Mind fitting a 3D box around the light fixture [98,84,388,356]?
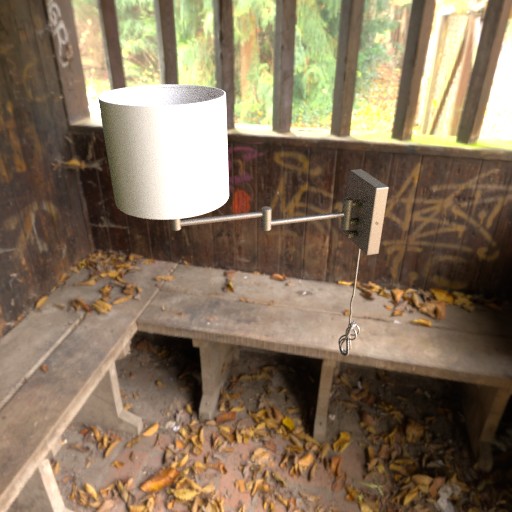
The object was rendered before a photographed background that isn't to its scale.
[{"bbox_3d":[0.000,0.000,0.916,0.516,0.651,0.203,-8,30,-14],"label":"light fixture"}]
